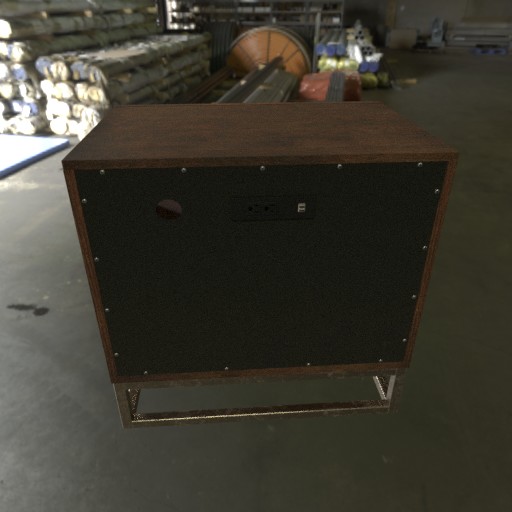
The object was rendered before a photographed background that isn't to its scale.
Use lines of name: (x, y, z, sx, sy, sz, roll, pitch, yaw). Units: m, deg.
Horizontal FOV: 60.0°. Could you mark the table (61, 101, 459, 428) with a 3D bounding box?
table: (0.000, 0.000, 1.262, 0.767, 0.746, 0.542, -2, 30, -4)
